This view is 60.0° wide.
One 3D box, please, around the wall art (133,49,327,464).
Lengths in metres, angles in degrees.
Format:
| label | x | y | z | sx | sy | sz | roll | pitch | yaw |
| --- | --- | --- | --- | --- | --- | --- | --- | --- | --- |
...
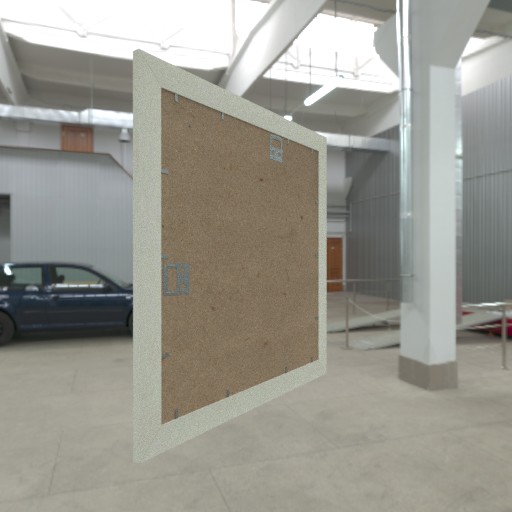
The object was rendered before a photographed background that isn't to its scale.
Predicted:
| label | x | y | z | sx | sy | sz | roll | pitch | yaw |
| --- | --- | --- | --- | --- | --- | --- | --- | --- | --- |
| wall art | 0.000 | 0.000 | 0.868 | 0.013 | 0.584 | 0.584 | 0 | 0 | 36 |
